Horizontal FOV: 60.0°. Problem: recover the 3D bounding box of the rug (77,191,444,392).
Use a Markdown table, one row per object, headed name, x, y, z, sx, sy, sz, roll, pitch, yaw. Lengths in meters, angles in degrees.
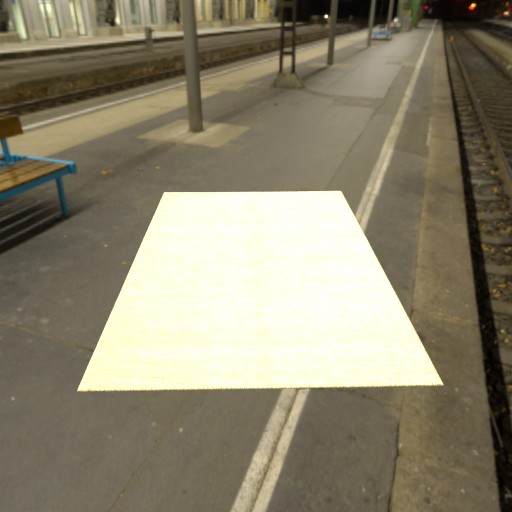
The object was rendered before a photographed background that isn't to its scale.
| name | x | y | z | sx | sy | sz | roll | pitch | yaw |
| --- | --- | --- | --- | --- | --- | --- | --- | --- | --- |
| rug | 0.000 | 0.000 | 2.313 | 1.250 | 0.015 | 1.850 | -1 | 29 | -1 |
